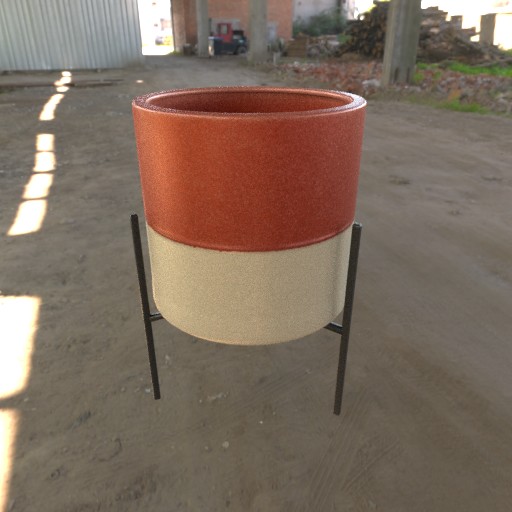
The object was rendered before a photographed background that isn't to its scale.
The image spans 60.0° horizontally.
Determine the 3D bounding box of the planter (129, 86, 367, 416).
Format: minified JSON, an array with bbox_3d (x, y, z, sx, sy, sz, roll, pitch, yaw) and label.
[{"bbox_3d":[0.000,0.000,0.523,0.251,0.354,0.235,19,32,33],"label":"planter"}]
